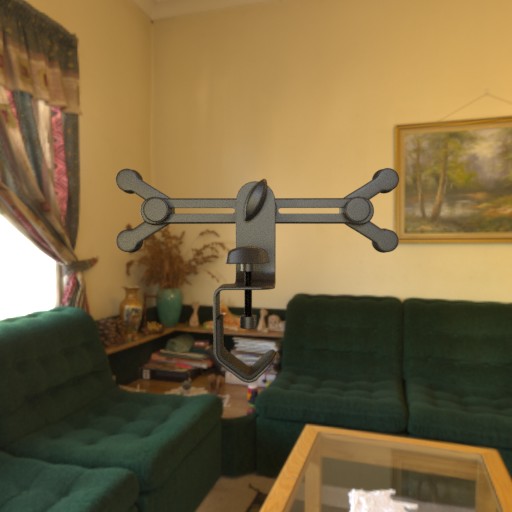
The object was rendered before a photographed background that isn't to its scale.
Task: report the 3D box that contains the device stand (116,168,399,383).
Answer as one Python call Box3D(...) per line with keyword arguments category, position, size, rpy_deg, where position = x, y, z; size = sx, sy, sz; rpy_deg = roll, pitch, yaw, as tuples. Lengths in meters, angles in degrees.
Box3D(category="device stand", position=(0.000, 0.000, 0.364), size=(0.270, 0.166, 0.142), rpy_deg=(0, 1, 1))
